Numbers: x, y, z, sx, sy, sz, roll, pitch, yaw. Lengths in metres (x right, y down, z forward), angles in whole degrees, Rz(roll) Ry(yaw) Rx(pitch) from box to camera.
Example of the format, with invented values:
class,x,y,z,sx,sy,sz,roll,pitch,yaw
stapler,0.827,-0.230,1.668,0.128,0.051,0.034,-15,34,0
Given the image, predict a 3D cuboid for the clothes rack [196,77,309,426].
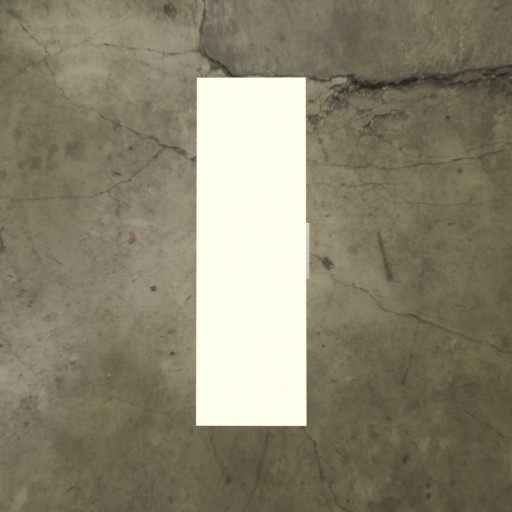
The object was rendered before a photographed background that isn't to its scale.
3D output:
class,x,y,z,sx,sy,sz,roll,pitch,yaw
clothes rack,0.000,0.000,1.594,0.250,1.280,0.750,0,89,0
